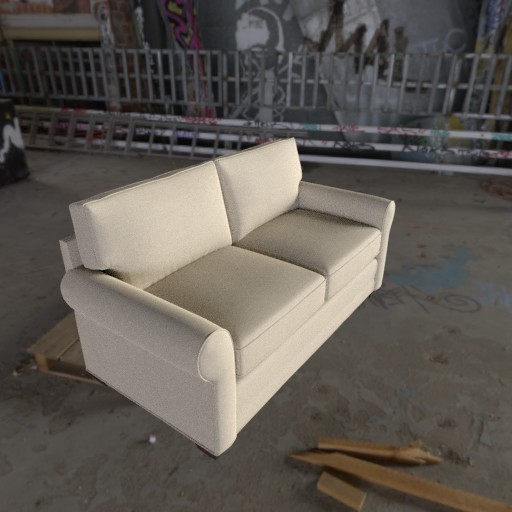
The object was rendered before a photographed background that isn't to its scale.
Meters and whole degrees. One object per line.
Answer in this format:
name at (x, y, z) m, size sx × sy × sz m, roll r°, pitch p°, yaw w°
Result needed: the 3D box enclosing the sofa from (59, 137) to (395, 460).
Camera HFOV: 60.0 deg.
sofa at (0.000, 0.000, 2.321) m, size 0.861 × 0.933 × 1.774 m, roll 18°, pitch 32°, yaw 32°
